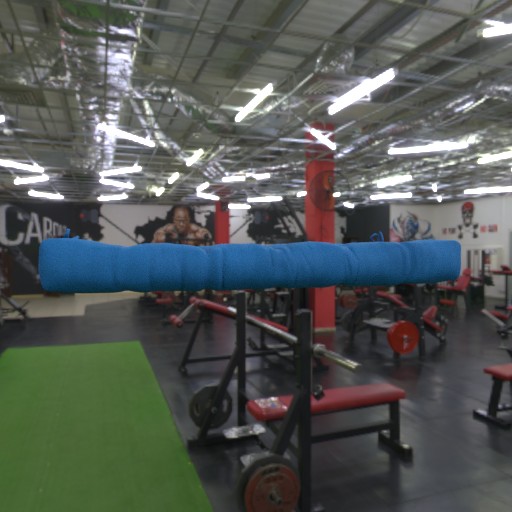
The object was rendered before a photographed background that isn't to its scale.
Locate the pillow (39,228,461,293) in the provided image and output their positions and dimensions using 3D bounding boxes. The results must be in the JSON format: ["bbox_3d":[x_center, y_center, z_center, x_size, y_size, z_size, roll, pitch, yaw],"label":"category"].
[{"bbox_3d":[0.000,0.000,1.353,1.194,0.174,0.511,0,1,-17],"label":"pillow"}]
